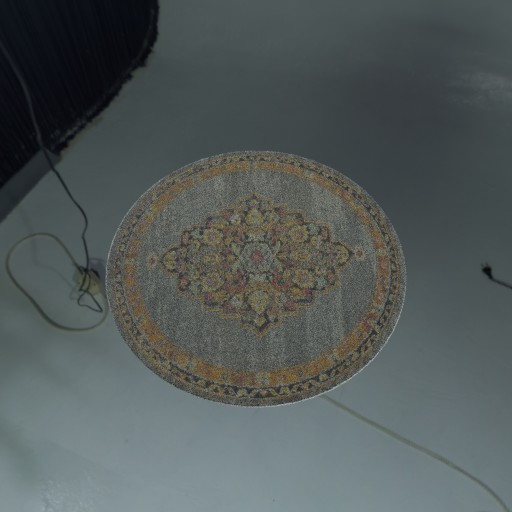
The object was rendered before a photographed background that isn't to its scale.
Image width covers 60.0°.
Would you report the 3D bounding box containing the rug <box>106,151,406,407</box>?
[{"bbox_3d":[0.000,0.000,2.398,1.598,0.010,1.598,0,57,0],"label":"rug"}]
